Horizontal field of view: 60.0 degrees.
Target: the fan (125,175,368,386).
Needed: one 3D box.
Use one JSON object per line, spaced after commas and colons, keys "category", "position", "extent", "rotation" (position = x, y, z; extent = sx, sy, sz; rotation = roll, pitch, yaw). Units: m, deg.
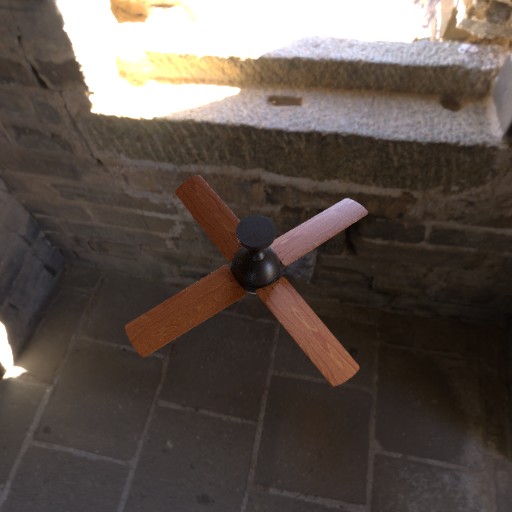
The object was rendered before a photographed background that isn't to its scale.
{"category": "fan", "position": [0.000, 0.000, 2.049], "extent": [1.332, 0.403, 1.332], "rotation": [-31, 63, -18]}
